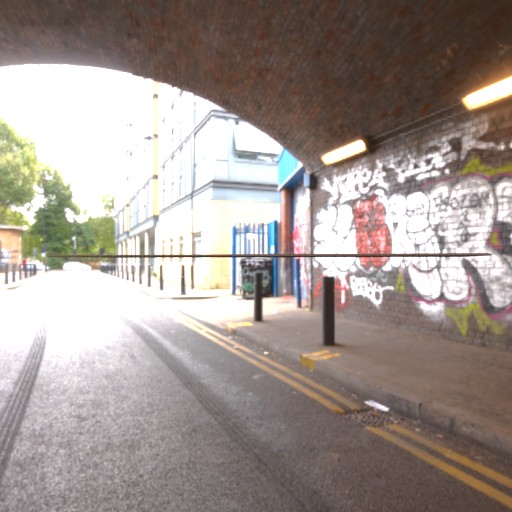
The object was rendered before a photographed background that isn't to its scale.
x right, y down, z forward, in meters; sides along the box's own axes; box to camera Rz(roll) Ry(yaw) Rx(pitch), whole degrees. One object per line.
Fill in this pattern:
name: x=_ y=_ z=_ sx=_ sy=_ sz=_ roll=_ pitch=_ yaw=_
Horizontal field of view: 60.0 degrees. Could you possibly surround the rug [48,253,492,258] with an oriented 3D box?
rug: x=0.000 y=0.000 z=2.426 sx=2.196 sy=0.011 sz=0.662 roll=0 pitch=-1 yaw=17
